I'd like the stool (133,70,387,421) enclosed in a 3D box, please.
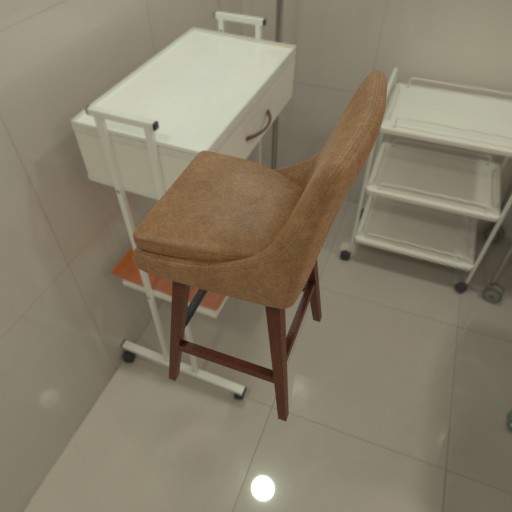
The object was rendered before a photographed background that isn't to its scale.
[{"bbox_3d":[0.000,0.000,1.393,0.572,1.079,0.487,15,48,14],"label":"stool"}]
